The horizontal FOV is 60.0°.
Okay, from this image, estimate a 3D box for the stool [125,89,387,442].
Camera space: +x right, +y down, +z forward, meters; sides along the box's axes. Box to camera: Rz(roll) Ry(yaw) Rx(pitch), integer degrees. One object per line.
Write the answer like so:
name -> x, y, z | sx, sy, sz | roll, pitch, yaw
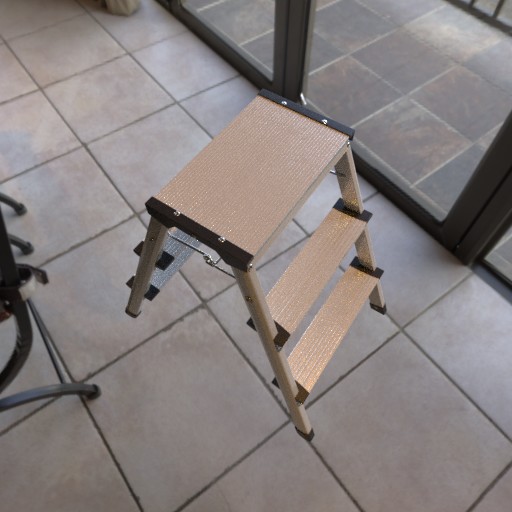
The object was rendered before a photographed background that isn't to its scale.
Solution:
stool -> 0.000, 0.000, 1.020 | 0.622, 0.605, 0.437 | 30, 63, 17
